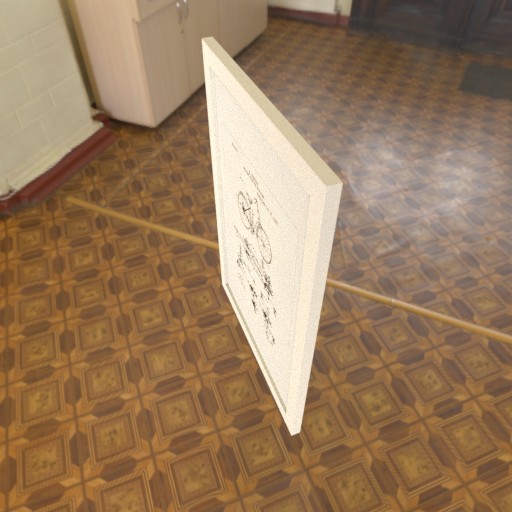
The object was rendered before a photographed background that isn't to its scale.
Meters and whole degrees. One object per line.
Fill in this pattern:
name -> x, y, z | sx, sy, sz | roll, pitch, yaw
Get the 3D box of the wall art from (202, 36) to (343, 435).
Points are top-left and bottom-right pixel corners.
wall art -> 0.000, 0.000, 0.625 | 0.015, 0.477, 0.332 | -16, 48, -15
